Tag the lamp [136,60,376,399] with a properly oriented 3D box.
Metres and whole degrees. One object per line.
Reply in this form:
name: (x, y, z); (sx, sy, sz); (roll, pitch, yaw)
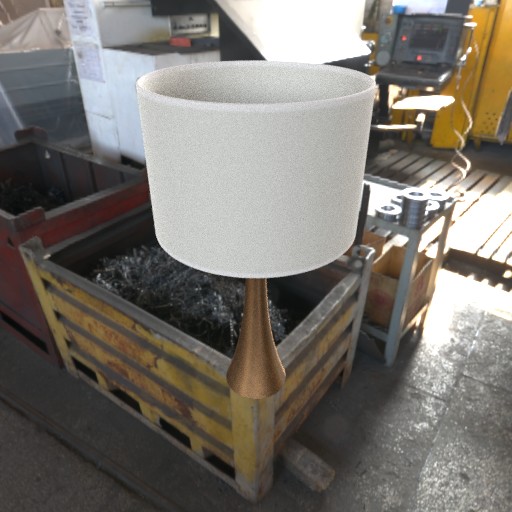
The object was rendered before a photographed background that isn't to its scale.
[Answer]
lamp: (0.000, 0.000, 0.632); (0.268, 0.479, 0.268); (-1, 32, -2)
